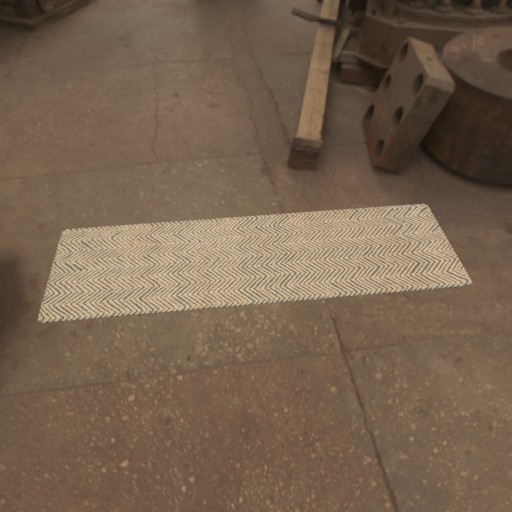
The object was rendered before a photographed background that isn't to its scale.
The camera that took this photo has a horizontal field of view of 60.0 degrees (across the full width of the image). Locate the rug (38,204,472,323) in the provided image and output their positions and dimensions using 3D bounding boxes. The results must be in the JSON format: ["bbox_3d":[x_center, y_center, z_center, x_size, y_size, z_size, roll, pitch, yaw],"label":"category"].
[{"bbox_3d":[0.000,0.000,2.539,2.286,0.008,0.686,-4,47,-4],"label":"rug"}]
